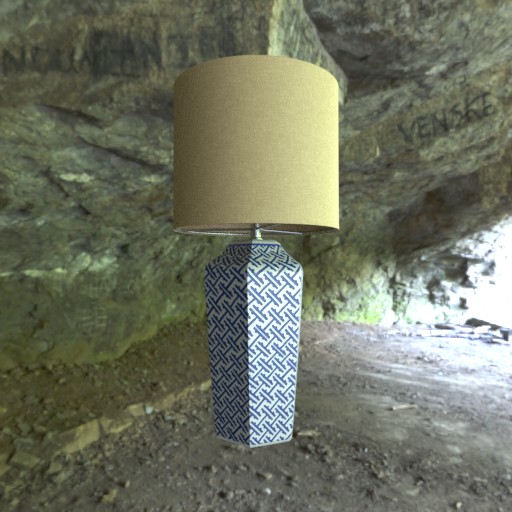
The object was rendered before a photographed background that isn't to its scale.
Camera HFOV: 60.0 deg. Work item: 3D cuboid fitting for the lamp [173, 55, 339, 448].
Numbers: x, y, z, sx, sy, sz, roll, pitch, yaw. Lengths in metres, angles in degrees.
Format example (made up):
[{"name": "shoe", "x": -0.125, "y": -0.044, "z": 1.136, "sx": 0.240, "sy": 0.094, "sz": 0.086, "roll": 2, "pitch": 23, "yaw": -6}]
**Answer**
[{"name": "lamp", "x": 0.000, "y": 0.000, "z": 0.866, "sx": 0.320, "sy": 0.682, "sz": 0.320, "roll": 0, "pitch": -1, "yaw": -18}]
